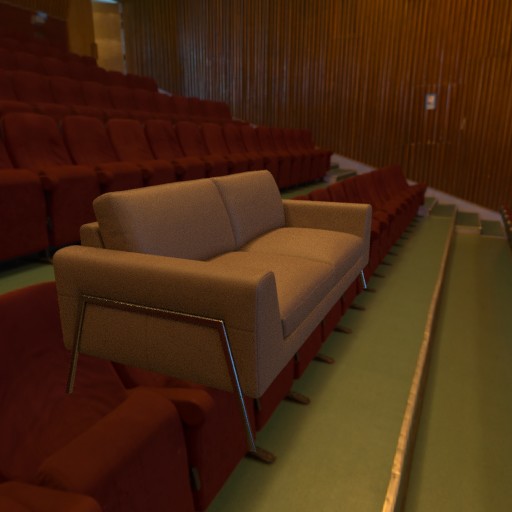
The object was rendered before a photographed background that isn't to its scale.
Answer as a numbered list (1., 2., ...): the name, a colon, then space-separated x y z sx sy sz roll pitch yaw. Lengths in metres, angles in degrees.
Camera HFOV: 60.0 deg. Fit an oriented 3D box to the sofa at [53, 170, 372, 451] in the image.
1. sofa: 0.000 0.000 2.549 0.953 0.875 2.017 7 16 24
